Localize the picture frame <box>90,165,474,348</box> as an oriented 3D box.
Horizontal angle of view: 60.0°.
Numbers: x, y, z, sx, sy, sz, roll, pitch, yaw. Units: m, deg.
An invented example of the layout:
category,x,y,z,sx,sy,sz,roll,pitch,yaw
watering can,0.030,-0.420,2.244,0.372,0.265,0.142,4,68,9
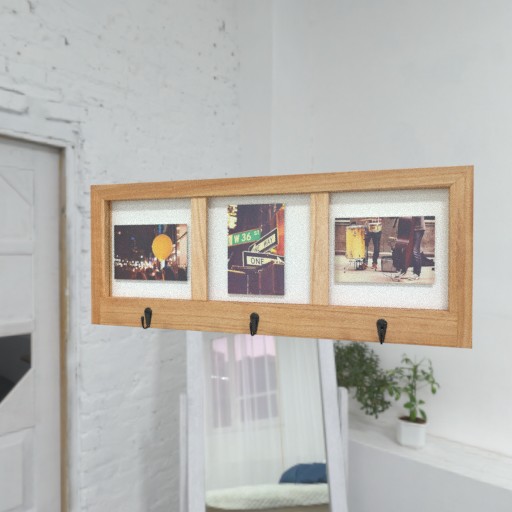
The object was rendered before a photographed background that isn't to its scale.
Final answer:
category,x,y,z,sx,sy,sz,roll,pitch,yaw
picture frame,0.000,0.000,0.657,0.582,0.234,0.045,0,1,18
